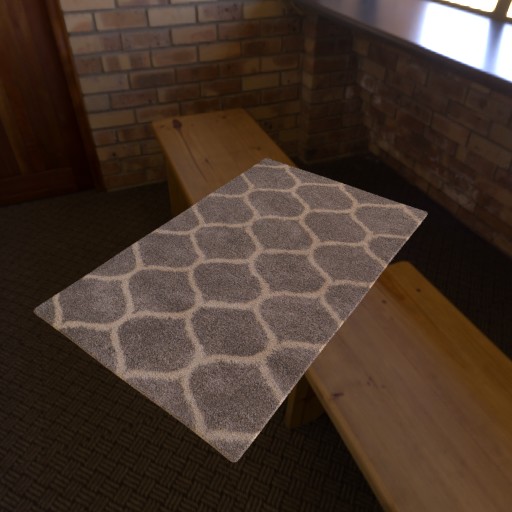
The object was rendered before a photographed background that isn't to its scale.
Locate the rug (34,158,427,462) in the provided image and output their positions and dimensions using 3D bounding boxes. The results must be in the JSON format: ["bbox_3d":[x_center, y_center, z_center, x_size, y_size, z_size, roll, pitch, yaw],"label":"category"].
[{"bbox_3d":[0.000,0.000,2.957,1.501,0.025,2.348,25,46,27],"label":"rug"}]
